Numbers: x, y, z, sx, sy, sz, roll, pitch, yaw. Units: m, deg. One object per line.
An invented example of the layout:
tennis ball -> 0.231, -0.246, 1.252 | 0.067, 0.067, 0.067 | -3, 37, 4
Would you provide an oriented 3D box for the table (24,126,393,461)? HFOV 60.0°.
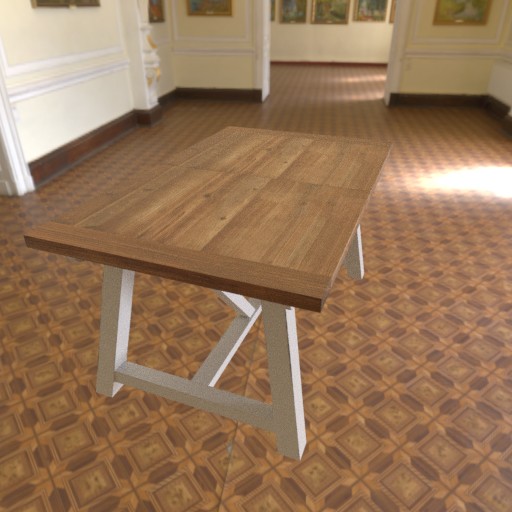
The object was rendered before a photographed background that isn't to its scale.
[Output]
table -> 0.000, 0.000, 1.984 | 0.922, 0.743, 1.503 | 11, 31, 19
